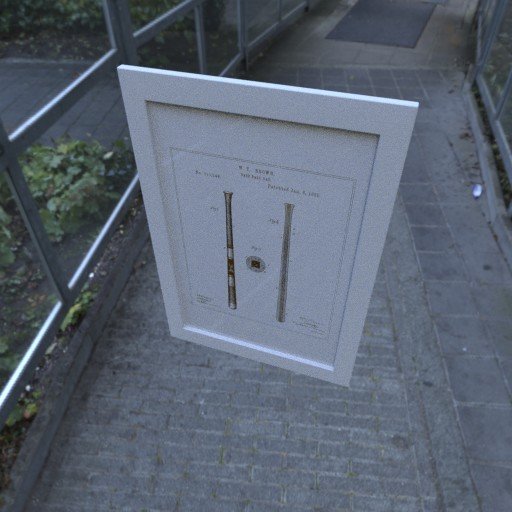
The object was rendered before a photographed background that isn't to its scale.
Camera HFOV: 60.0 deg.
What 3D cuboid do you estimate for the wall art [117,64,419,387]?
[{"bbox_3d":[0.000,0.000,0.623,0.329,0.482,0.011,13,43,14],"label":"wall art"}]
